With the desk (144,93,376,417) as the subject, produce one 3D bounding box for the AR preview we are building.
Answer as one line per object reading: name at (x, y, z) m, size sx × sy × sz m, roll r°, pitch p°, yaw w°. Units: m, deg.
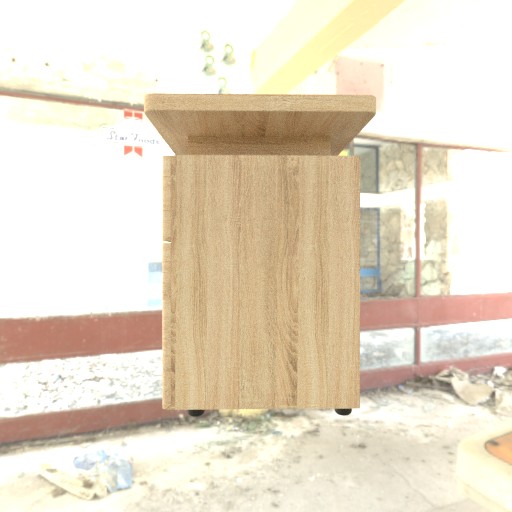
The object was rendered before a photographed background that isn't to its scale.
desk at (0.000, 0.000, 1.628) m, size 0.550 × 0.760 × 1.200 m, roll 0°, pitch 0°, yaw -1°
